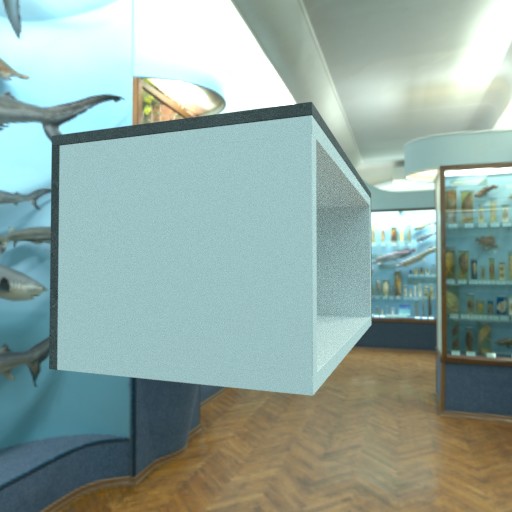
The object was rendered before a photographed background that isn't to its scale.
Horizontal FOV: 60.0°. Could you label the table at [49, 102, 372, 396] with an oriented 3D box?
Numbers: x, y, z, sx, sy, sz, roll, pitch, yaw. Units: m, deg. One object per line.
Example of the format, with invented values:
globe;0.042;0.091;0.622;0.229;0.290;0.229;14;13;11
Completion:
table;0.000;0.000;0.923;0.400;0.350;0.700;-1;-2;20
